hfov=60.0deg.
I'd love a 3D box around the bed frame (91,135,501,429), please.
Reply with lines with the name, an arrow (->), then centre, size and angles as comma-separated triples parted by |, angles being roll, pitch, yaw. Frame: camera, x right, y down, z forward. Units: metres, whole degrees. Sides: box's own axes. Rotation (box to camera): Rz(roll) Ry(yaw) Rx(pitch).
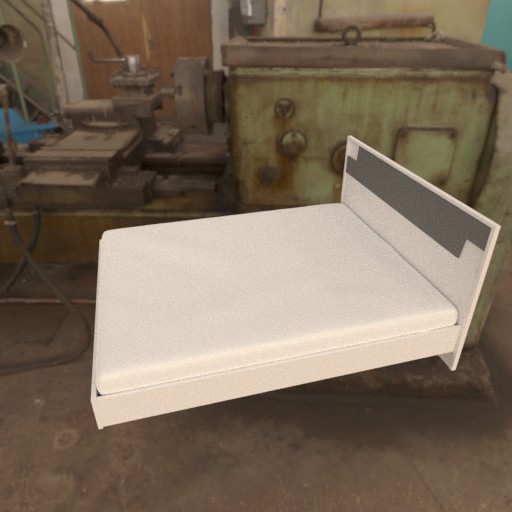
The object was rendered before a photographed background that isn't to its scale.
bed frame -> 0.000, 0.000, 2.967 | 2.100, 1.001, 1.711 | -8, 32, -13
